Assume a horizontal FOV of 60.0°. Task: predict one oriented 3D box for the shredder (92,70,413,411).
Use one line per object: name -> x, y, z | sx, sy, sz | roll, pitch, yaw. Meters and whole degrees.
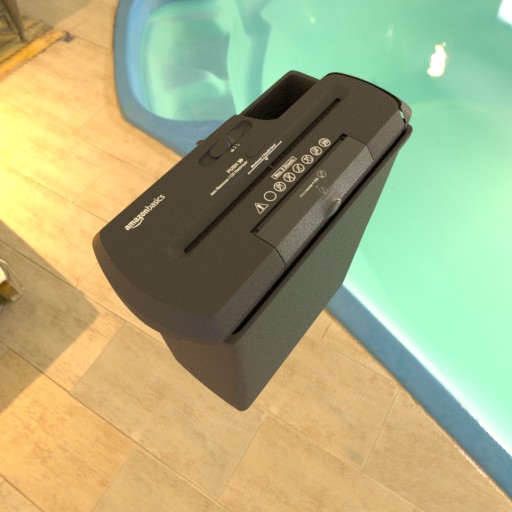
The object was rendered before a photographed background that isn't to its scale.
shredder -> 0.000, 0.000, 0.516 | 0.170, 0.335, 0.320 | 33, 64, 18
